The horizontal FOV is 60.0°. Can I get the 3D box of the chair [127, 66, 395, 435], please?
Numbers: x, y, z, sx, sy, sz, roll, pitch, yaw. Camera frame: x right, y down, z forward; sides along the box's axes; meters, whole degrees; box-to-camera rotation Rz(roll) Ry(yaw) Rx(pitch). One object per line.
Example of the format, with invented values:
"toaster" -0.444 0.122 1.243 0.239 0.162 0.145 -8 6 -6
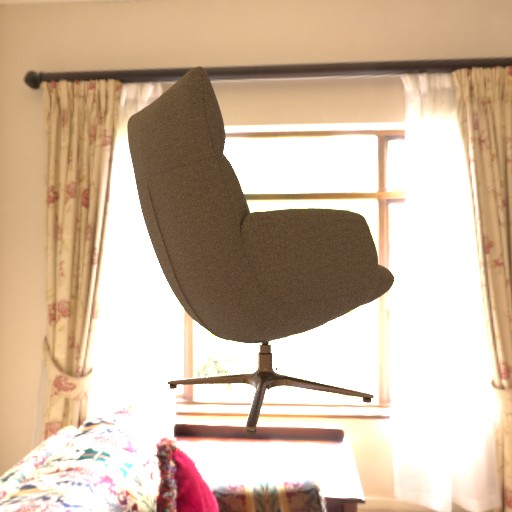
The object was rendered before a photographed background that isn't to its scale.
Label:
"chair" 0.000 0.000 1.554 0.831 0.984 0.702 0 0 -35
